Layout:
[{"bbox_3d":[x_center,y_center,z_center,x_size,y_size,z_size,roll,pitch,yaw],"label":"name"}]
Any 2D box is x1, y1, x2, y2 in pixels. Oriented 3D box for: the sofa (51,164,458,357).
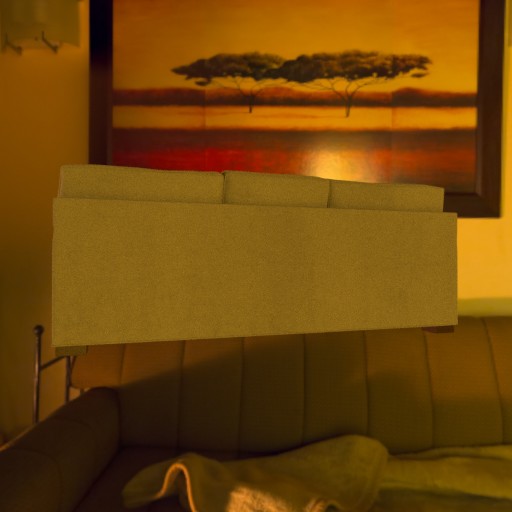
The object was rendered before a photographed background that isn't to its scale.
[{"bbox_3d":[0.000,0.000,2.605,2.093,0.862,0.936,0,0,-18],"label":"sofa"}]
